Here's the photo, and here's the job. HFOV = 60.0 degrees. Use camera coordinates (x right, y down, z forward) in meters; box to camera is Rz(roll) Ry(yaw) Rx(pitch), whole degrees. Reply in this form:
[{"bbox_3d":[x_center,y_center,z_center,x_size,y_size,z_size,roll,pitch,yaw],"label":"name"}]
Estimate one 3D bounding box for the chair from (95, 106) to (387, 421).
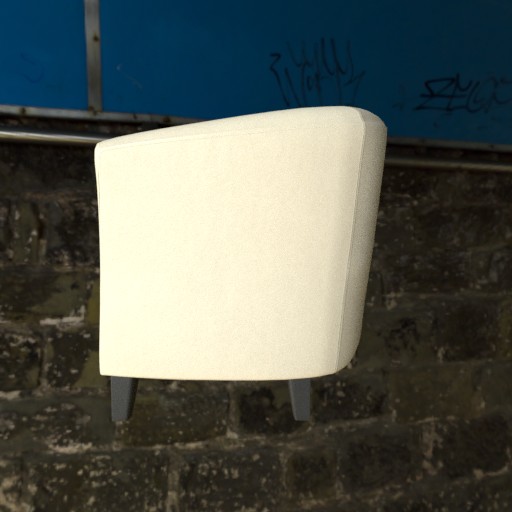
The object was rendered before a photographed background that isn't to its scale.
[{"bbox_3d":[0.000,0.000,1.342,0.727,0.756,0.792,0,0,0],"label":"chair"}]
